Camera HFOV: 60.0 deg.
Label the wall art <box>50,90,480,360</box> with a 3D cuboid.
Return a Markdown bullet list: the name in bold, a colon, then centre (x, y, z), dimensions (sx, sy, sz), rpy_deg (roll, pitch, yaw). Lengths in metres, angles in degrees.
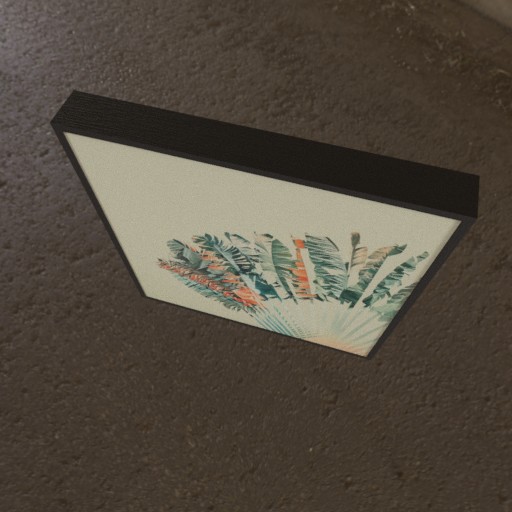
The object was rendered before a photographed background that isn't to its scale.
- **wall art**: centre (0.000, 0.000, 0.439), dimensions (0.302, 0.300, 0.036), rpy_deg (14, 61, 8)
